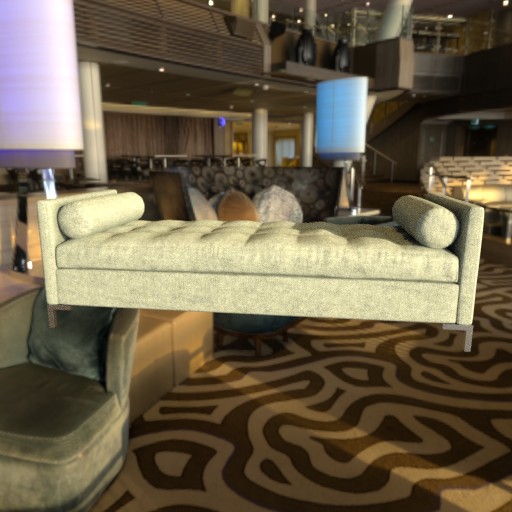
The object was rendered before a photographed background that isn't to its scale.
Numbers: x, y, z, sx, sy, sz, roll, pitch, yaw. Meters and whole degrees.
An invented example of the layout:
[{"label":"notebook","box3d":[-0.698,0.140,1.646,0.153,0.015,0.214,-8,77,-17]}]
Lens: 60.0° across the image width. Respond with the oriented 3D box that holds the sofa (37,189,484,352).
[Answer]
[{"label":"sofa","box3d":[0.000,0.000,2.456,2.102,0.657,0.797,2,13,8]}]
